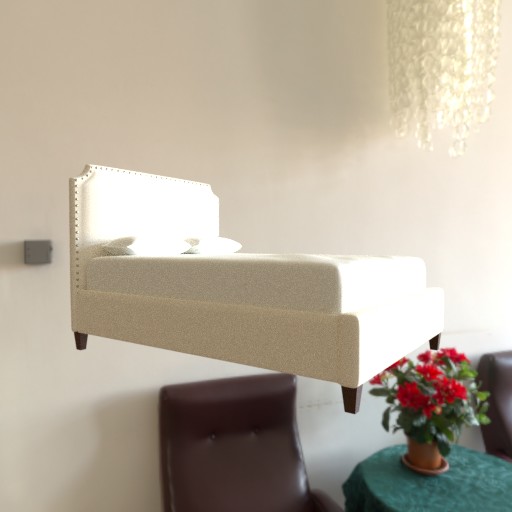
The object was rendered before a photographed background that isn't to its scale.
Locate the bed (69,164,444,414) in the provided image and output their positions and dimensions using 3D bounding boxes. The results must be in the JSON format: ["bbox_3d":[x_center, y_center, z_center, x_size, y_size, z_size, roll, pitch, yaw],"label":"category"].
[{"bbox_3d":[0.000,0.000,3.411,2.365,1.443,1.712,1,2,35],"label":"bed"}]
